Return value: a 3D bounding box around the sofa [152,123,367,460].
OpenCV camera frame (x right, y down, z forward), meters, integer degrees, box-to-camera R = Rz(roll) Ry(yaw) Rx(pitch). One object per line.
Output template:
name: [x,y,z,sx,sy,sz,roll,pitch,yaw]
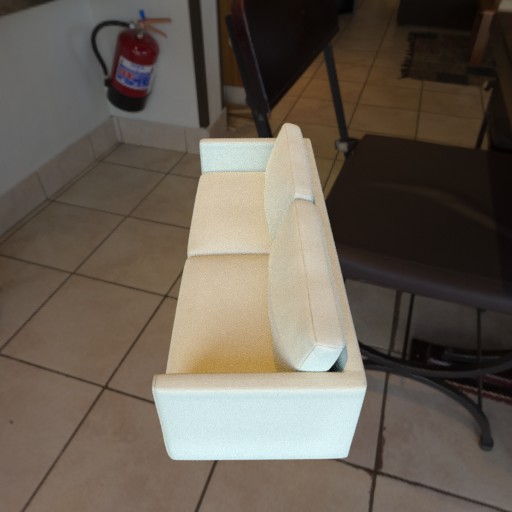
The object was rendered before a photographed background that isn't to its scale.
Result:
sofa: [0.000,0.000,2.960,0.948,0.965,2.434,0,40,0]
